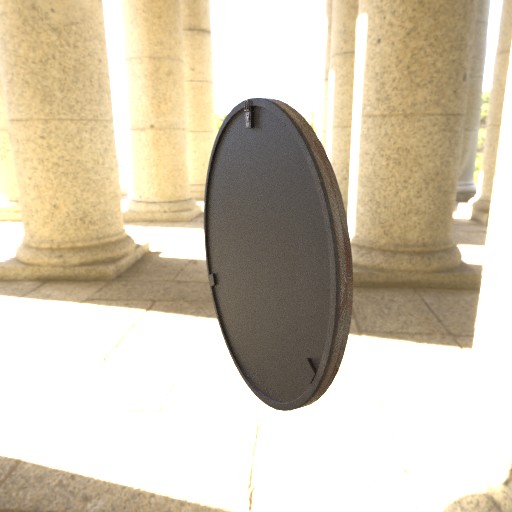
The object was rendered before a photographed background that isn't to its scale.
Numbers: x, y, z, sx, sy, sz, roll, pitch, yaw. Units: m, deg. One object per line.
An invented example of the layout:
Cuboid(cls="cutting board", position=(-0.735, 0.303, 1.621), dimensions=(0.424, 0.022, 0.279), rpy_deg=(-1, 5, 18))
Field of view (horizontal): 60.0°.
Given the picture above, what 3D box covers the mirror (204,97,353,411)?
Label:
Cuboid(cls="mirror", position=(0.000, 0.000, 1.056), dimensions=(0.038, 0.710, 0.710), rpy_deg=(-6, 16, -24))
